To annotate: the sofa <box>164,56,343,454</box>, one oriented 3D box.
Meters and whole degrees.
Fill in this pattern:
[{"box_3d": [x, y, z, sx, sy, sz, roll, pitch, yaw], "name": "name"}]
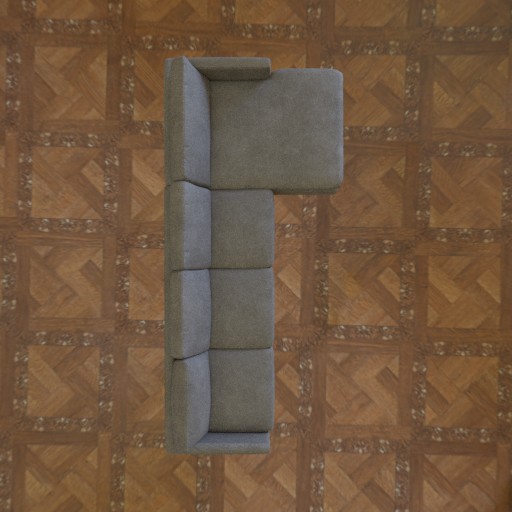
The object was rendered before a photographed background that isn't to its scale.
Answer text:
[{"box_3d": [0.000, 0.000, 4.083, 1.604, 0.950, 3.471, 0, 91, 1], "name": "sofa"}]
